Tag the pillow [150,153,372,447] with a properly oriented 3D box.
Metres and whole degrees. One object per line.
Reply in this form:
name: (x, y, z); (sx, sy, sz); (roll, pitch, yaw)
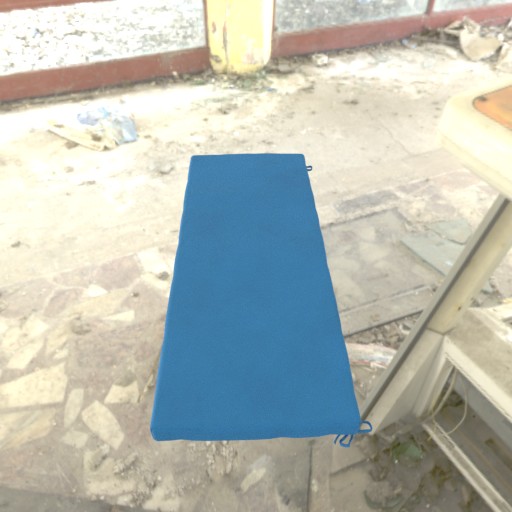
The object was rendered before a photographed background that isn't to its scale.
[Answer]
pillow: (0.000, 0.000, 1.376); (0.492, 0.081, 1.187); (-1, 43, -1)
